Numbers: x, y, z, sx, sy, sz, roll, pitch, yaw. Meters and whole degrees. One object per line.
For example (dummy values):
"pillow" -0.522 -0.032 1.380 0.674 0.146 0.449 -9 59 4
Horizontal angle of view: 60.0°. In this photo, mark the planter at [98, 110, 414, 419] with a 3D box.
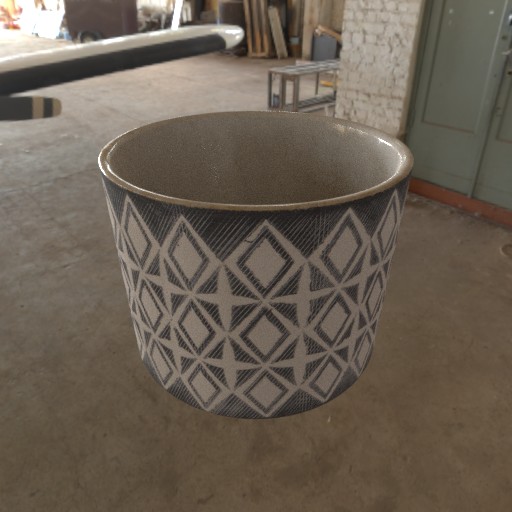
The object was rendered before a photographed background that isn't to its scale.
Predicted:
"planter" 0.000 0.000 0.324 0.192 0.165 0.192 0 31 0
